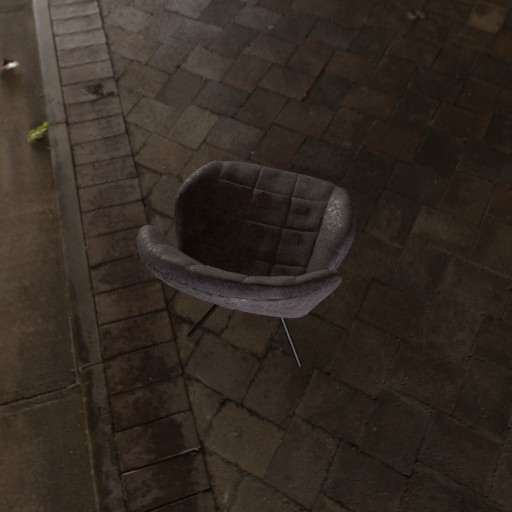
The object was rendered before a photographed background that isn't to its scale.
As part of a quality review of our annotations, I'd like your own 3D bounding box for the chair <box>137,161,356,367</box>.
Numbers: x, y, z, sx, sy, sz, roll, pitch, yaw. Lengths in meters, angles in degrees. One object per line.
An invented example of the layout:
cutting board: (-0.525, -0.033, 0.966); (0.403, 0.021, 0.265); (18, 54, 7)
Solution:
chair: (0.000, 0.000, 1.341); (0.527, 0.934, 0.640); (14, 64, 7)
